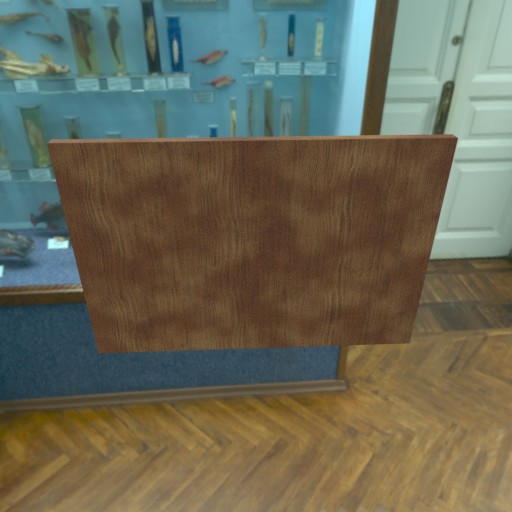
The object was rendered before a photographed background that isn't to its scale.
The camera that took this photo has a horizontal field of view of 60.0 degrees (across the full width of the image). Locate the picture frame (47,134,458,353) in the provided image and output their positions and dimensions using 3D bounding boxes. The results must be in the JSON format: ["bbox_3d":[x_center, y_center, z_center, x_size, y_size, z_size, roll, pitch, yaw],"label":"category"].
[{"bbox_3d":[0.000,0.000,1.201,0.950,0.640,0.029,-1,31,-2],"label":"picture frame"}]
